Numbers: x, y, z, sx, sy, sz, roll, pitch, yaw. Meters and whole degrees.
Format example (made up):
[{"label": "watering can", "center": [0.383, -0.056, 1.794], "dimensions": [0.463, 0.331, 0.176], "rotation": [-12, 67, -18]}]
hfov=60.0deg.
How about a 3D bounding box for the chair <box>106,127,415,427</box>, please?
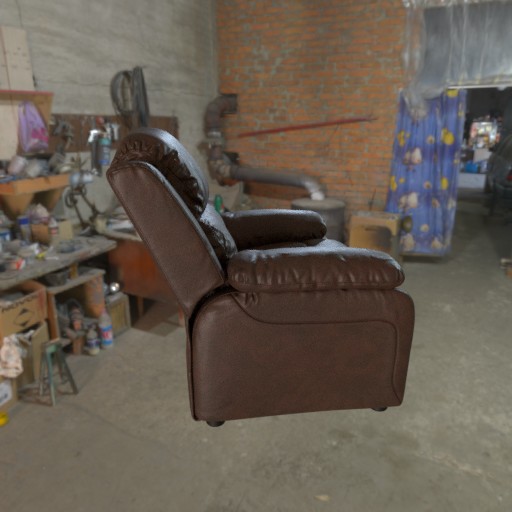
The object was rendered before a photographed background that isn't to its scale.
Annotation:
[{"label": "chair", "center": [0.000, 0.000, 1.262], "dimensions": [0.707, 0.702, 0.680], "rotation": [-3, 16, -10]}]
